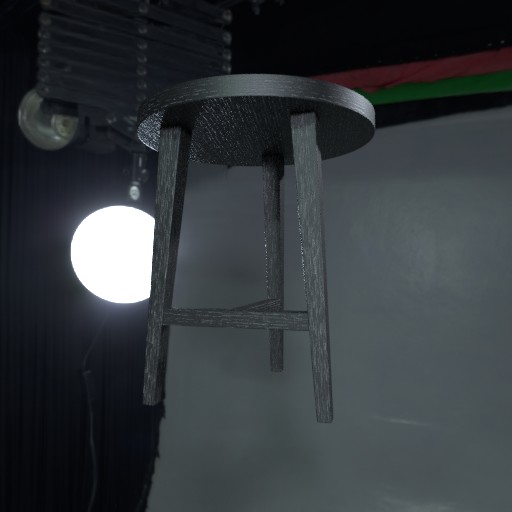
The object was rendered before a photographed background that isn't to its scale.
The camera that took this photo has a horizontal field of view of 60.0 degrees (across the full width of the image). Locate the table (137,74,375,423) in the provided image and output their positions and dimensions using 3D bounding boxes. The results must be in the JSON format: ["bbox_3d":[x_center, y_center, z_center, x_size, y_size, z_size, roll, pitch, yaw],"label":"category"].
[{"bbox_3d":[0.000,0.000,0.764,0.399,0.460,0.399,0,-1,0],"label":"table"}]
